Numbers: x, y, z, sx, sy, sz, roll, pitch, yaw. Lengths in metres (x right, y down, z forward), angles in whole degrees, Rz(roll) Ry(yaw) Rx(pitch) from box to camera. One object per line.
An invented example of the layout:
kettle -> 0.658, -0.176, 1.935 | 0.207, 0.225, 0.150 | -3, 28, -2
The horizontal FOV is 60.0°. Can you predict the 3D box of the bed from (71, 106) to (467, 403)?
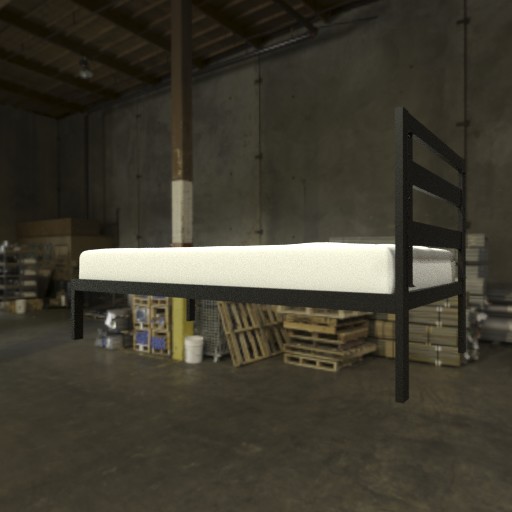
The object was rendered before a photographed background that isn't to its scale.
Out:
bed -> 0.000, 0.000, 2.403 | 1.930, 0.967, 0.991 | 0, 0, 36
